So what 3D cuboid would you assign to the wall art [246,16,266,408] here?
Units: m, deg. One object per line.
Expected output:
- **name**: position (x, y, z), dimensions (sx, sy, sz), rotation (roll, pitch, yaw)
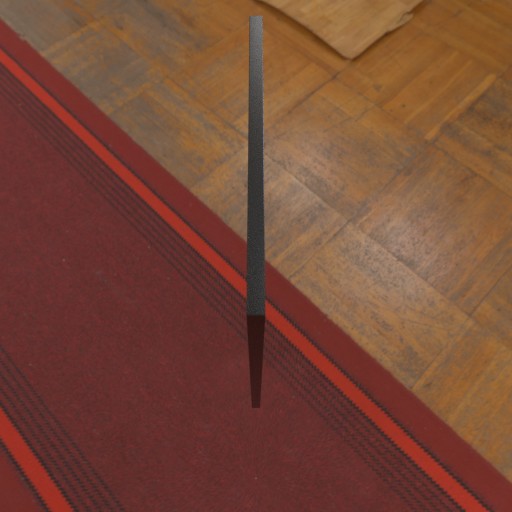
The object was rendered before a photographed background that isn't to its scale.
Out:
- **wall art**: position (0.000, 0.000, 0.554), dimensions (0.013, 0.432, 0.304), rotation (0, 63, 0)
